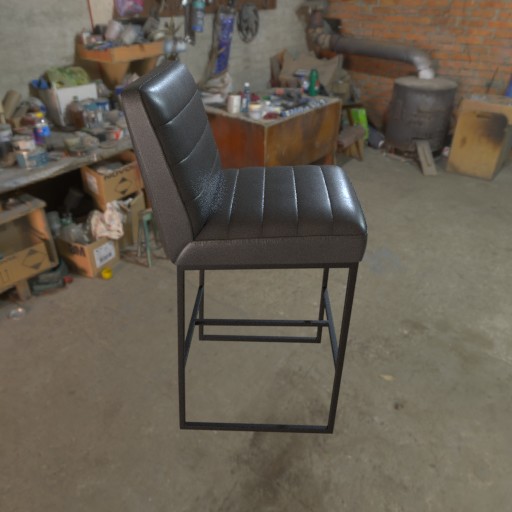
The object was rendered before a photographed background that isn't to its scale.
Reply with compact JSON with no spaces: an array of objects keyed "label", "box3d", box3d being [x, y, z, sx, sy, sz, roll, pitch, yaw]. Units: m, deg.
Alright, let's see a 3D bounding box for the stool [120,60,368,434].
[{"label":"stool","box3d":[0.000,0.000,1.331,0.552,1.040,0.457,1,31,2]}]
